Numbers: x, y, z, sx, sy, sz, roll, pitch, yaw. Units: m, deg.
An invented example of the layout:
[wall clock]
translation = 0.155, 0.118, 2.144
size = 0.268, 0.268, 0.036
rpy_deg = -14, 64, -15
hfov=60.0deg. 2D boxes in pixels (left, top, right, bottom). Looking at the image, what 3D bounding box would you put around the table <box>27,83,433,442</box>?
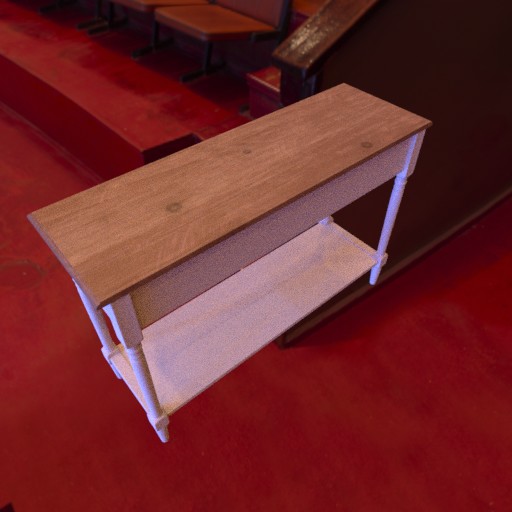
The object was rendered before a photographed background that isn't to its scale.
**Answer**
[table]
translation = 0.000, 0.000, 1.593
size = 1.219, 0.800, 0.399
rpy_deg = -31, 53, -27
